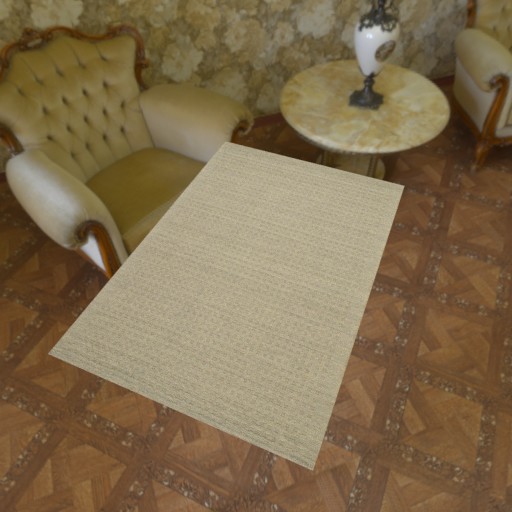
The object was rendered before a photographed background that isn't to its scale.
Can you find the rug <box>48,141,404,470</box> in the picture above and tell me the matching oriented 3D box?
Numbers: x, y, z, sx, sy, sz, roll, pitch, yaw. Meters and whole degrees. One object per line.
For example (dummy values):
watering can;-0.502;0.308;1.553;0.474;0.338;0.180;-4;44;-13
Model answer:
rug;0.000;0.000;3.792;1.981;0.006;2.895;18;50;15
